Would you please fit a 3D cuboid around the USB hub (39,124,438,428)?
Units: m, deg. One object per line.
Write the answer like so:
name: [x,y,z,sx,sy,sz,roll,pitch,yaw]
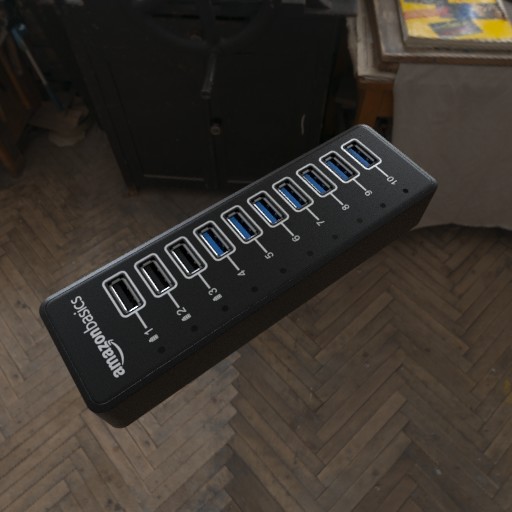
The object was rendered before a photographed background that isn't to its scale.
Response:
USB hub: [0.000,0.000,0.165,0.145,0.023,0.044,-32,63,-18]
